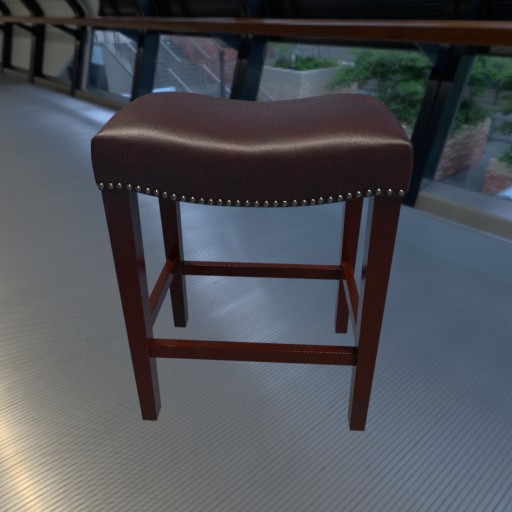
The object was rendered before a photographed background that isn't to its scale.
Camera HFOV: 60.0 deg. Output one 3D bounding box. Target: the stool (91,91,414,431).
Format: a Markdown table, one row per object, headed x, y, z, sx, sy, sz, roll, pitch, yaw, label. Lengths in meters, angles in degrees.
| x | y | z | sx | sy | sz | roll | pitch | yaw | label |
| --- | --- | --- | --- | --- | --- | --- | --- | --- | --- |
| 0.000 | 0.000 | 0.971 | 0.504 | 0.657 | 0.372 | 2 | 30 | 3 | stool |
